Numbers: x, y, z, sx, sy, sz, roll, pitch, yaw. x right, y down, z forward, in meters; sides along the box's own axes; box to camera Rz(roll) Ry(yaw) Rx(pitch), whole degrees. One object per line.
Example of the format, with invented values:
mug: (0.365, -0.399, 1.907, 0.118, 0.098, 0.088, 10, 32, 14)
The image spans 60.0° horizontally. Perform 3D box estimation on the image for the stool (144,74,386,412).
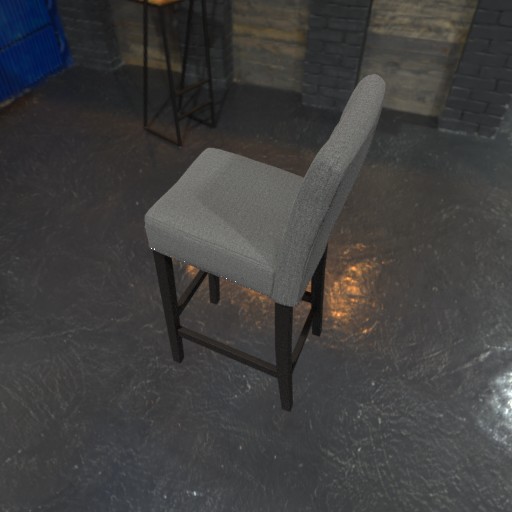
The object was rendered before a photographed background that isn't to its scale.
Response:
stool: (0.000, 0.000, 1.359, 0.548, 1.047, 0.411, 17, 48, 16)
